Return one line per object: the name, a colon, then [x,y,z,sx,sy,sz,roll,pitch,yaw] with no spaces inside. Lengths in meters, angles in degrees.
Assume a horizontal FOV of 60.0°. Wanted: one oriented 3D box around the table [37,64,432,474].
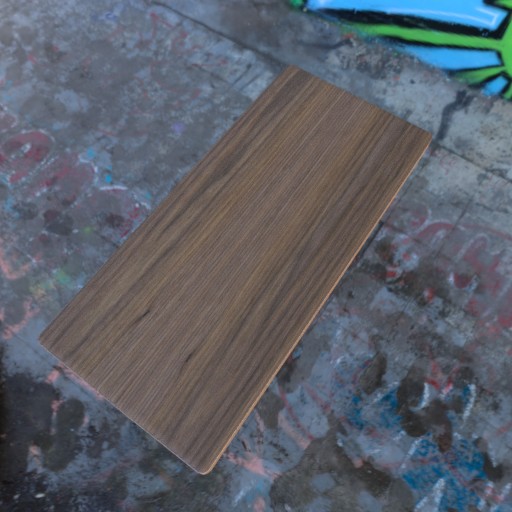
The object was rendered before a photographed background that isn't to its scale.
table: [0.000,0.000,1.674,0.637,0.468,1.375,32,69,14]
